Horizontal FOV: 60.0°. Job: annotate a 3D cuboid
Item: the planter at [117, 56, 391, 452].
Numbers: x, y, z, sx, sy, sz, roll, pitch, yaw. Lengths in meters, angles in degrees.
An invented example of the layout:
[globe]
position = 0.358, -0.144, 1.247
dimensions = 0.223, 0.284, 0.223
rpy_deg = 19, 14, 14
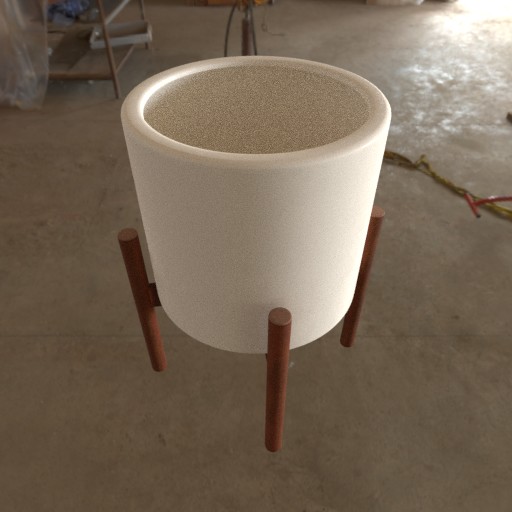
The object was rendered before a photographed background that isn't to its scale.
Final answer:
[planter]
position = 0.000, 0.000, 0.492
dimensions = 0.224, 0.358, 0.224
rpy_deg = 26, 48, 26
